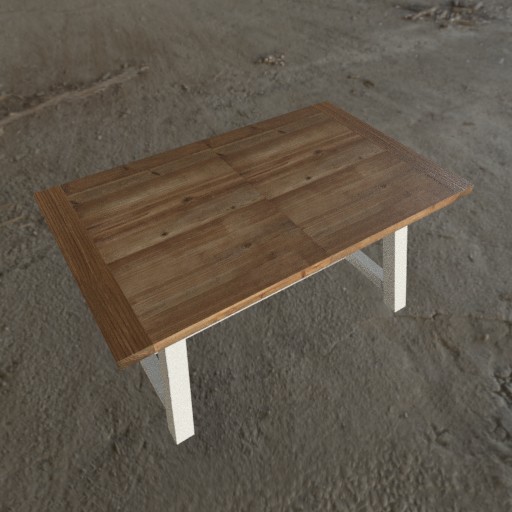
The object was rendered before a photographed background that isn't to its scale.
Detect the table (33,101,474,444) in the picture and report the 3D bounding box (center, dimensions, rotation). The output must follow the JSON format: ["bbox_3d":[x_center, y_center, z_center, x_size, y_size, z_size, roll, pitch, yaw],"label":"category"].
[{"bbox_3d":[0.000,0.000,2.028,1.503,0.743,0.922,-25,49,-23],"label":"table"}]
